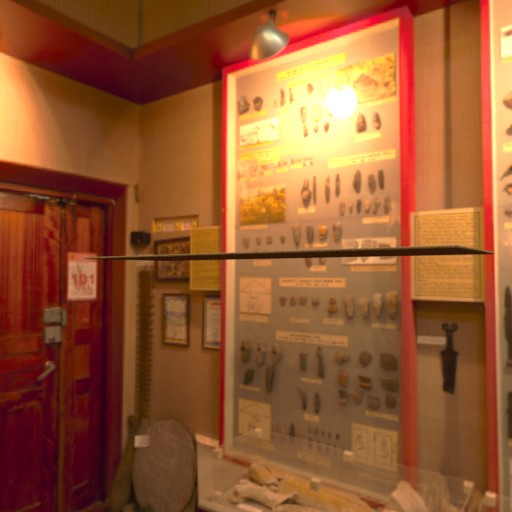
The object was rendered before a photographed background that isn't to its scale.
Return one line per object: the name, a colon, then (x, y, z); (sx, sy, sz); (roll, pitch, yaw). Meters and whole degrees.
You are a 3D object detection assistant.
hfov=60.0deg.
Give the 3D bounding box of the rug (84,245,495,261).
rug: (0.000, 0.000, 2.660); (2.448, 0.012, 0.769); (-1, -2, 37)
